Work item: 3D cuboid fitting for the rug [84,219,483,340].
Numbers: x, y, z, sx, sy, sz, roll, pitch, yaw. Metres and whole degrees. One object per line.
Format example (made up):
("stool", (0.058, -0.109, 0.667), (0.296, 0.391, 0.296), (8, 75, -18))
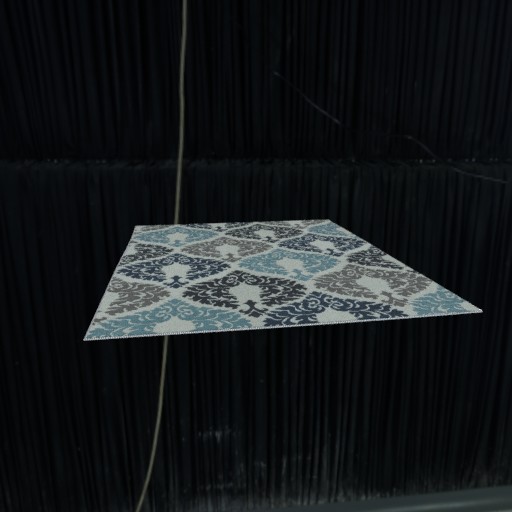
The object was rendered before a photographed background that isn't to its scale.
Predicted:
("rug", (0.000, 0.000, 4.050), (2.423, 0.014, 3.040), (-3, 16, -9))
